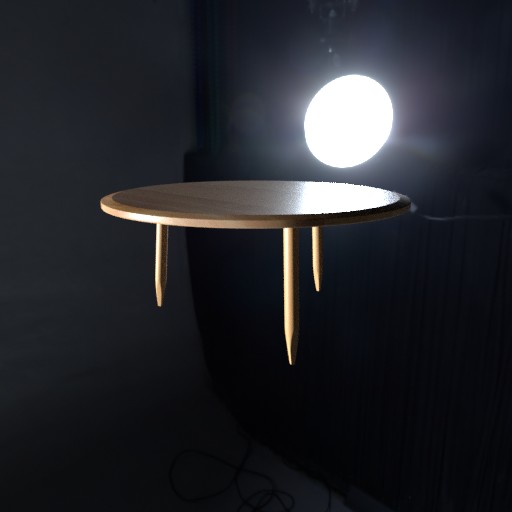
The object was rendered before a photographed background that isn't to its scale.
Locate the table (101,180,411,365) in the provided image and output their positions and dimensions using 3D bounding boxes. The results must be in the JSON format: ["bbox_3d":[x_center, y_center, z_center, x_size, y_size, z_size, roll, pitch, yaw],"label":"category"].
[{"bbox_3d":[0.000,0.000,1.405,0.900,0.400,0.900,0,15,0],"label":"table"}]
